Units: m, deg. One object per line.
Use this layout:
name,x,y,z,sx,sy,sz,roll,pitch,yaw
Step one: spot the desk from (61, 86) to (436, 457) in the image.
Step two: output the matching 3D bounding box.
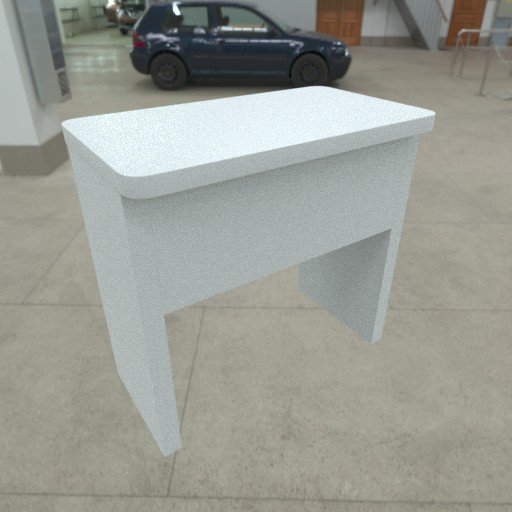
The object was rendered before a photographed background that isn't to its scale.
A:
desk,0.000,0.000,1.233,0.790,0.760,0.446,-19,36,-29
